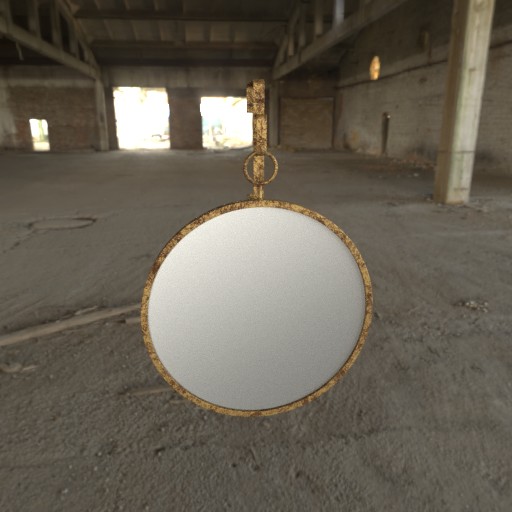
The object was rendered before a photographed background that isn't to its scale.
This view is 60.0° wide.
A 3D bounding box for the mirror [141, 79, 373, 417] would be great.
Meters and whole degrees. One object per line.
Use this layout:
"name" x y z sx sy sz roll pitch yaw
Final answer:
"mirror" 0.000 0.000 0.882 0.447 0.651 0.144 -2 16 -7
